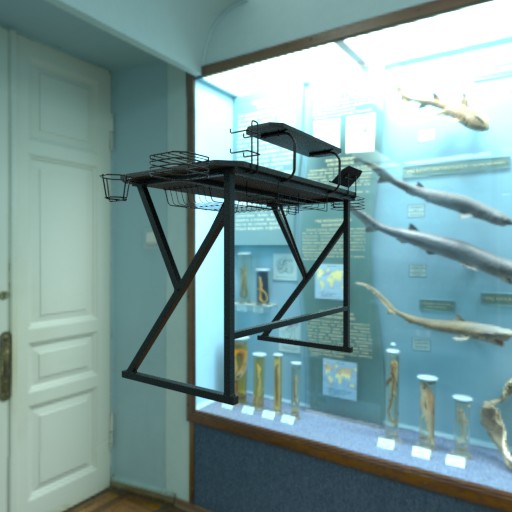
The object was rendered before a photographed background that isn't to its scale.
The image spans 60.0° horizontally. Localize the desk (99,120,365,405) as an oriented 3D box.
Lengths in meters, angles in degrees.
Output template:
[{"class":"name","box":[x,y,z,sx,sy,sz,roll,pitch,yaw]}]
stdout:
[{"class":"desk","box":[0.000,0.000,1.798,0.580,0.880,1.290,0,0,35]}]
